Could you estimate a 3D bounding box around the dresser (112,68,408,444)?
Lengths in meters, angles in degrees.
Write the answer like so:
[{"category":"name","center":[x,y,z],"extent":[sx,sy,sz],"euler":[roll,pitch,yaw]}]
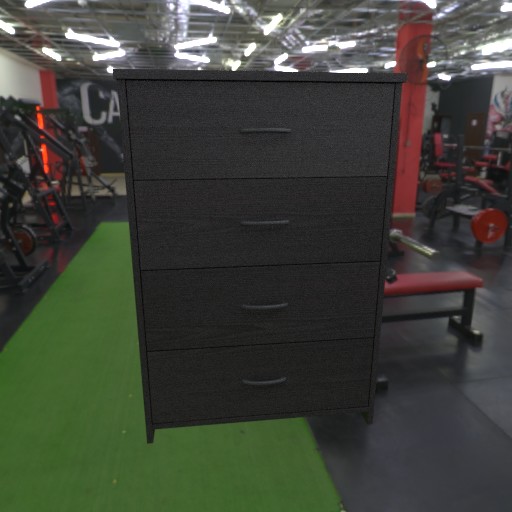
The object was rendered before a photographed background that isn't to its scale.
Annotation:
[{"category":"dresser","center":[0.000,0.000,1.367],"extent":[0.704,1.020,0.399],"euler":[-2,17,-7]}]
